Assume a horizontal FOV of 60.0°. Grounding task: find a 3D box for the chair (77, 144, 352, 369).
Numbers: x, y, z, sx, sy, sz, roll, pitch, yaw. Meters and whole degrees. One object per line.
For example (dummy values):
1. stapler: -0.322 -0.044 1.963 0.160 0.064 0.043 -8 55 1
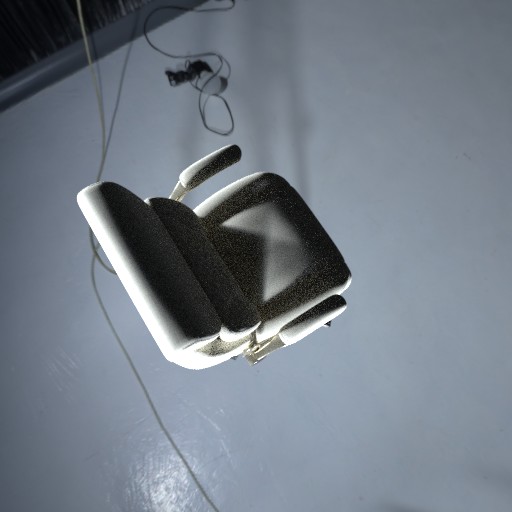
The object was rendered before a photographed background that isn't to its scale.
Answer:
1. chair: 0.000 0.000 1.637 0.794 1.110 0.740 -35 78 -9
